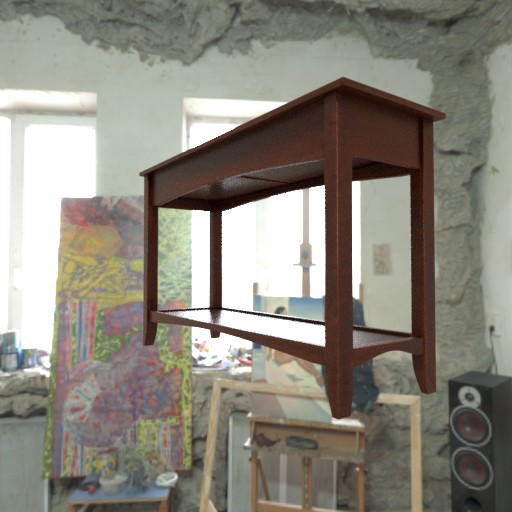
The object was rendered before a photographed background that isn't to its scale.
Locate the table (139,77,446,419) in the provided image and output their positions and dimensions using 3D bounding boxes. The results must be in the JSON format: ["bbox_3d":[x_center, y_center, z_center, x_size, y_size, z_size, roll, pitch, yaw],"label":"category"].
[{"bbox_3d":[0.000,0.000,1.534,0.392,0.739,1.188,1,-2,-36],"label":"table"}]
